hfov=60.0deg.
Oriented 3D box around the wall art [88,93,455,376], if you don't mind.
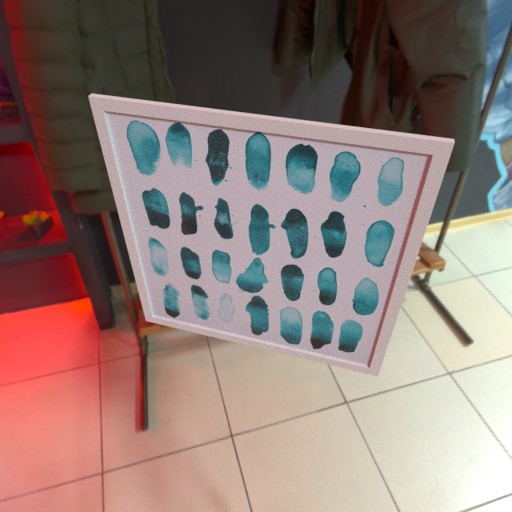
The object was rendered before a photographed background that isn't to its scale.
[{"bbox_3d":[0.000,0.000,0.689,0.456,0.457,0.009,11,43,12],"label":"wall art"}]
